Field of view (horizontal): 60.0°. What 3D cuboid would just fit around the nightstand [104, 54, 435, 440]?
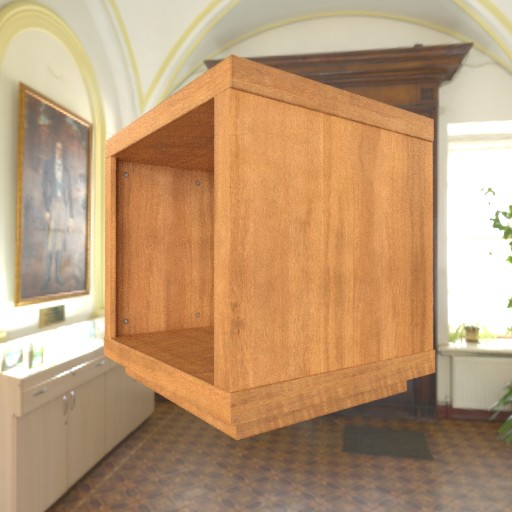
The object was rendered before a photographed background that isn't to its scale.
[{"bbox_3d":[0.000,0.000,0.865,0.436,0.491,0.493,0,0,-36],"label":"nightstand"}]
